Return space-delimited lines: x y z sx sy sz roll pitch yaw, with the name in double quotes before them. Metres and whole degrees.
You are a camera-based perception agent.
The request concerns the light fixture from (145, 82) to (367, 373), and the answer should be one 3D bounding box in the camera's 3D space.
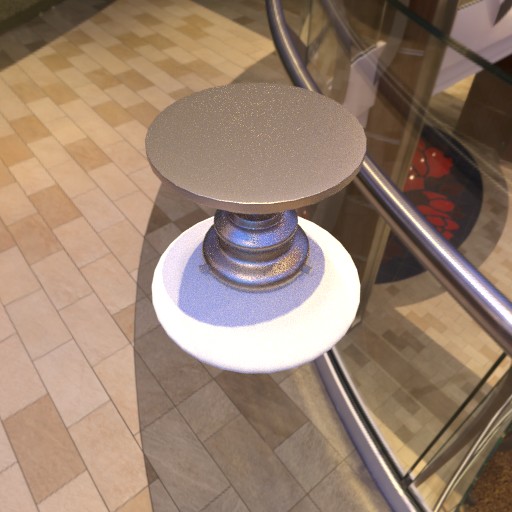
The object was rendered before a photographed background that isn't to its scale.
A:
"light fixture" 0.000 0.000 0.403 0.199 0.254 0.199 0 47 0
